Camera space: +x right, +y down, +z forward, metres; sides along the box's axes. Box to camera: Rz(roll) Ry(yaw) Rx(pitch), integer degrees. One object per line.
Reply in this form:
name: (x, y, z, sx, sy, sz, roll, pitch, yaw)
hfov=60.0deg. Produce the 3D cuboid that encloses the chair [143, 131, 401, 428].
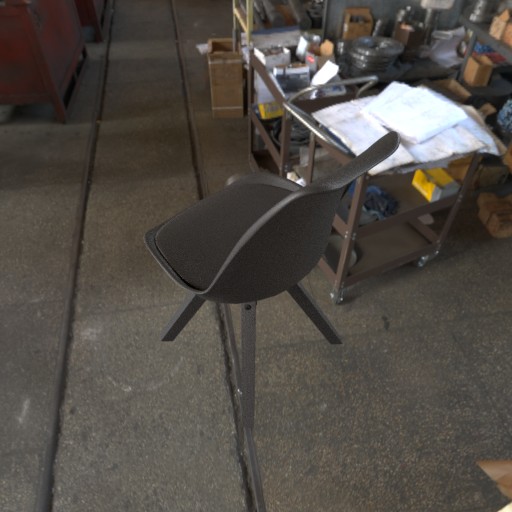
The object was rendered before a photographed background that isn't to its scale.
chair: (0.000, 0.000, 1.187, 0.485, 0.850, 0.550, -34, 55, -29)
